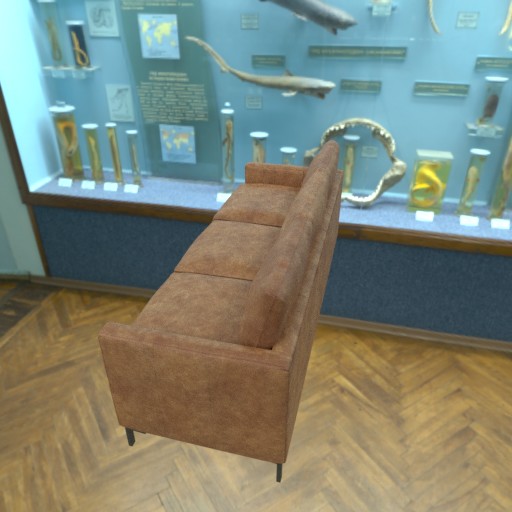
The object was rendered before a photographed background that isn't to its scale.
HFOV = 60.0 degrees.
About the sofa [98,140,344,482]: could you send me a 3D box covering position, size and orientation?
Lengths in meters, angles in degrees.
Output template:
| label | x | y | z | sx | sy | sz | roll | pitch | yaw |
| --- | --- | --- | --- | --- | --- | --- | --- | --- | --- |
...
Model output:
| label | x | y | z | sx | sy | sz | roll | pitch | yaw |
| --- | --- | --- | --- | --- | --- | --- | --- | --- | --- |
| sofa | 0.000 | 0.000 | 2.423 | 0.748 | 0.863 | 2.029 | 7 | 31 | 13 |
